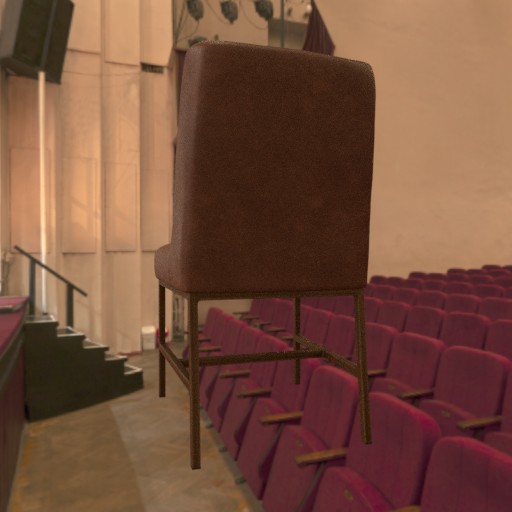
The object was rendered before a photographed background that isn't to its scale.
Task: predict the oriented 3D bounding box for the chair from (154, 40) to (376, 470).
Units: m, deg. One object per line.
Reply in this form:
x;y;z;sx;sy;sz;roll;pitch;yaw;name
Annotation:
0.000;0.000;1.215;0.508;0.889;0.587;0;0;-17;chair
